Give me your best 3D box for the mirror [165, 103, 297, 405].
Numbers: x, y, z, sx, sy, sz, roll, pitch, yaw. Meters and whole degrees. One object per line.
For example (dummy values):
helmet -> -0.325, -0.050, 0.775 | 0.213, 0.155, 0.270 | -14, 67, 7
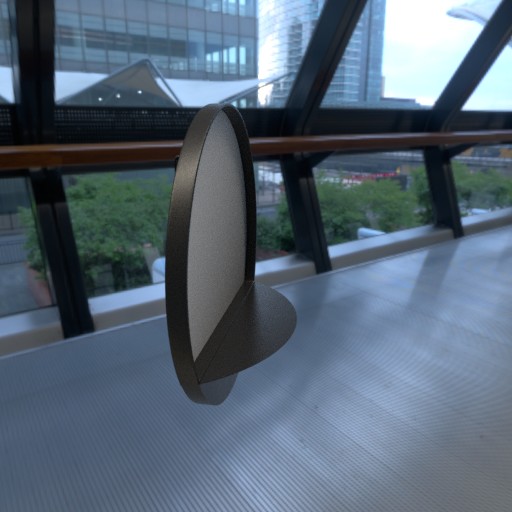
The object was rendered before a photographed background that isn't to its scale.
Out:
mirror -> 0.000, 0.000, 0.701 | 0.133, 0.457, 0.457 | 3, 16, 9
